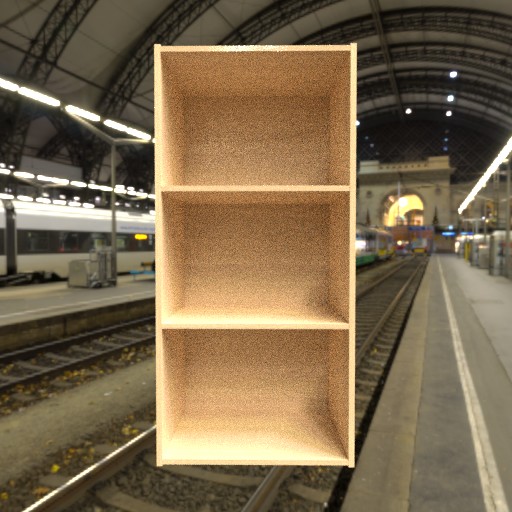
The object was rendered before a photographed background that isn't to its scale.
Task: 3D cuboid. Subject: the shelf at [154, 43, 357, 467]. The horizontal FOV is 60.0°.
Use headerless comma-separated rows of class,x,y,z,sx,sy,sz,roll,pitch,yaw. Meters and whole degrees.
shelf,0.000,0.000,1.064,0.417,0.876,0.292,0,1,1
